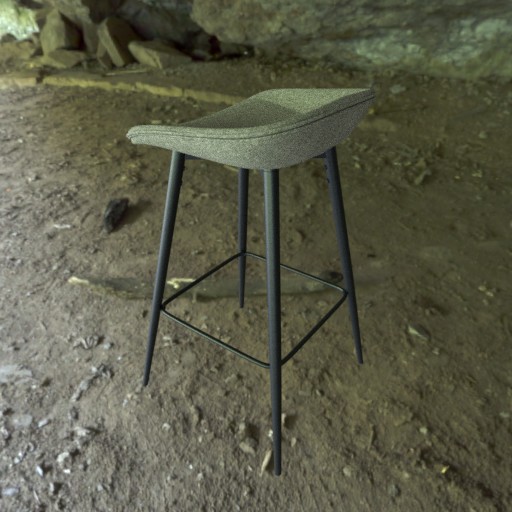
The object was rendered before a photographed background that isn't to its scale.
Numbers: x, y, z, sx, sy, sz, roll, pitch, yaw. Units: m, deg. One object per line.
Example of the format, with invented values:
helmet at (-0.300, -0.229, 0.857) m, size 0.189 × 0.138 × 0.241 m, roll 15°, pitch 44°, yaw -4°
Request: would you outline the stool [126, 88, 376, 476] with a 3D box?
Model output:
stool at (0.000, 0.000, 1.114) m, size 0.480 × 0.814 × 0.469 m, roll 21°, pitch 37°, yaw 31°
